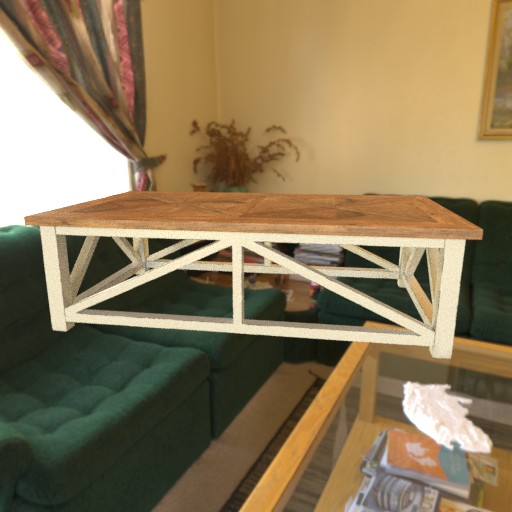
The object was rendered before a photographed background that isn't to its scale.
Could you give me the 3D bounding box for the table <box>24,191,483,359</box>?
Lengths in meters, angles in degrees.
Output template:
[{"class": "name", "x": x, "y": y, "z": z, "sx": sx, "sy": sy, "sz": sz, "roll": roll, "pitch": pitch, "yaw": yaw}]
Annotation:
[{"class": "table", "x": 0.000, "y": 0.000, "z": 1.763, "sx": 1.400, "sy": 0.410, "sz": 0.800, "roll": 2, "pitch": 15, "yaw": 9}]
